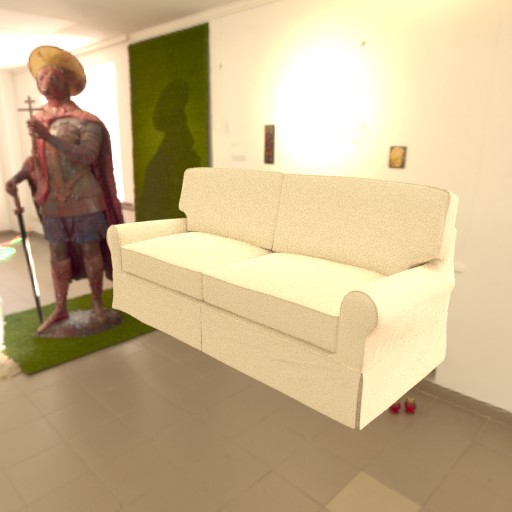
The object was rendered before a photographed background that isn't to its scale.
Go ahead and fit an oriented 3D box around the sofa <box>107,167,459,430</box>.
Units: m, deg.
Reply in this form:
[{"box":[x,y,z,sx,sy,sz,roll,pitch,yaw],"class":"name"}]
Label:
[{"box":[0.000,0.000,2.563,2.021,0.937,0.862,14,20,42],"class":"sofa"}]
